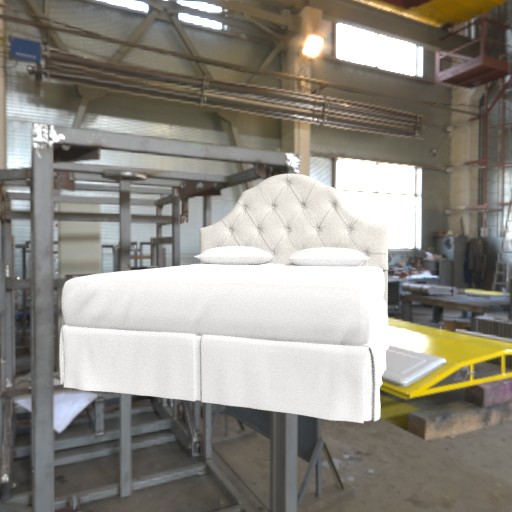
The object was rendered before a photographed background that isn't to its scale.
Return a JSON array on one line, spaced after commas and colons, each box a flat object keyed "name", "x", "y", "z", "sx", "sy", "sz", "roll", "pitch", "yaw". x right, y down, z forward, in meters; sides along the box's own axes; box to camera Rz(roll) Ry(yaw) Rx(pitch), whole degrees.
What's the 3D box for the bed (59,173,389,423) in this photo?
[{"name": "bed", "x": 0.000, "y": 0.000, "z": 3.507, "sx": 2.008, "sy": 1.615, "sz": 2.214, "roll": 1, "pitch": 2, "yaw": 18}]
